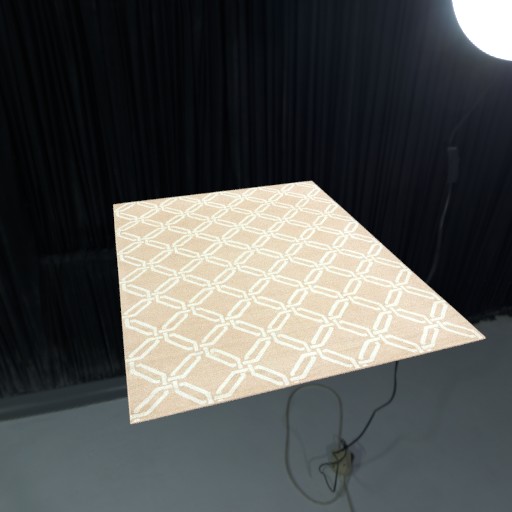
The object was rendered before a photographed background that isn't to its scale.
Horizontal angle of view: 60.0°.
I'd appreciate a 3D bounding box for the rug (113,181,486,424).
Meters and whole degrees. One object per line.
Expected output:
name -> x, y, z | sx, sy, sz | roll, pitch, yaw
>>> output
rug -> 0.000, 0.000, 3.817 | 2.288, 0.018, 2.895 | -9, 32, -15
